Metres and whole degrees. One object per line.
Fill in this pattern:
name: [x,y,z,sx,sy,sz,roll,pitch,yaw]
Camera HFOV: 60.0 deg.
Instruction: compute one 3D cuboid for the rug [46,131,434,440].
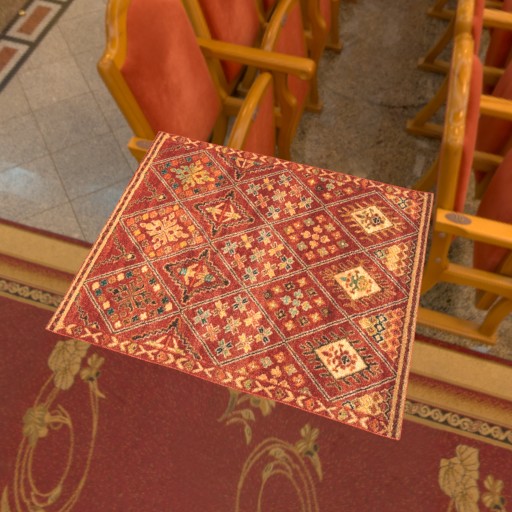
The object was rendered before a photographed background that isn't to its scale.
rug: [0.000,0.000,4.221,3.086,0.030,2.489,15,61,8]
